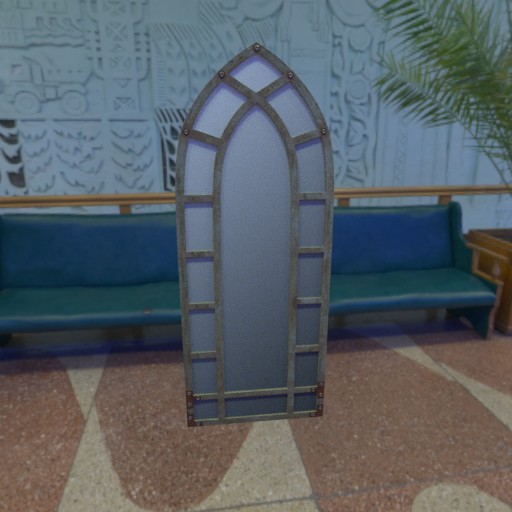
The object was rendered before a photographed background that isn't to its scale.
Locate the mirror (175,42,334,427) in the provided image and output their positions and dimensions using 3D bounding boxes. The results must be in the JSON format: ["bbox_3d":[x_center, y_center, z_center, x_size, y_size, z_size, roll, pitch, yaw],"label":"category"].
[{"bbox_3d":[0.000,0.000,1.339,0.464,1.175,0.025,-2,18,-7],"label":"mirror"}]
